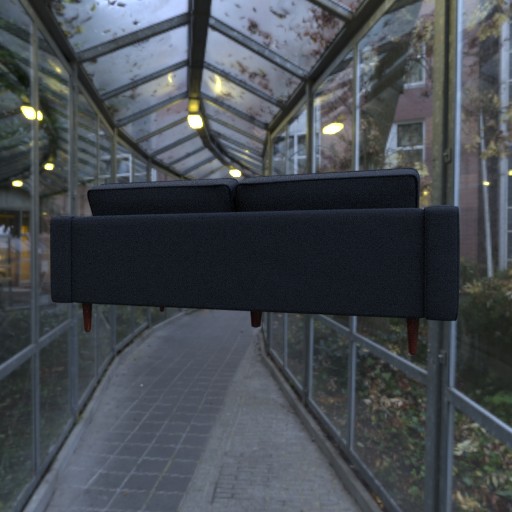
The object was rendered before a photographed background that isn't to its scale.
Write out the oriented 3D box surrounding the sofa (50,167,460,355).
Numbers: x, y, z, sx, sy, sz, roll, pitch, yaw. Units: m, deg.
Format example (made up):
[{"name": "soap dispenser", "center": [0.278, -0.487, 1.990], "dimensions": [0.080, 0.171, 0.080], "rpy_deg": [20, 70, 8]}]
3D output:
[{"name": "sofa", "center": [0.000, 0.000, 2.343], "dimensions": [1.875, 0.759, 0.914], "rpy_deg": [0, 1, 18]}]
